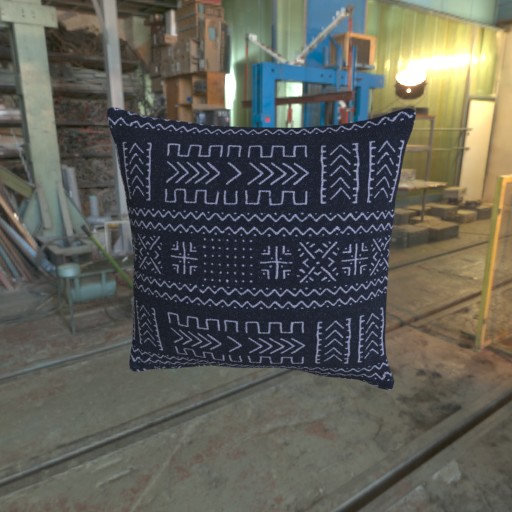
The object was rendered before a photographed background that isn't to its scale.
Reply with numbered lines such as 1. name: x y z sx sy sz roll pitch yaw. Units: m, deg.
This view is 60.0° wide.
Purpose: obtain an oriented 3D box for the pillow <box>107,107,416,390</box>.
1. pillow: 0.000 0.000 0.671 0.438 0.430 0.164 2 16 8
